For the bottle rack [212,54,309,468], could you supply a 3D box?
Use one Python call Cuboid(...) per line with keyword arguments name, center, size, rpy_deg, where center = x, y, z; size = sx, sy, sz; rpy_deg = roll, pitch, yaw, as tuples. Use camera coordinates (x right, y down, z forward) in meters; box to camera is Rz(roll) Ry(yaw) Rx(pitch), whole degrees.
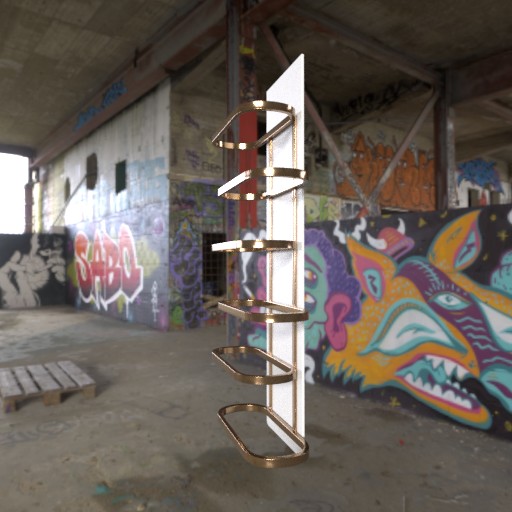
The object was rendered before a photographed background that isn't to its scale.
Cuboid(name="bottle rack", center=(0.000, 0.000, 0.842), size=(0.118, 0.709, 0.332), rpy_deg=(0, -1, -18))
